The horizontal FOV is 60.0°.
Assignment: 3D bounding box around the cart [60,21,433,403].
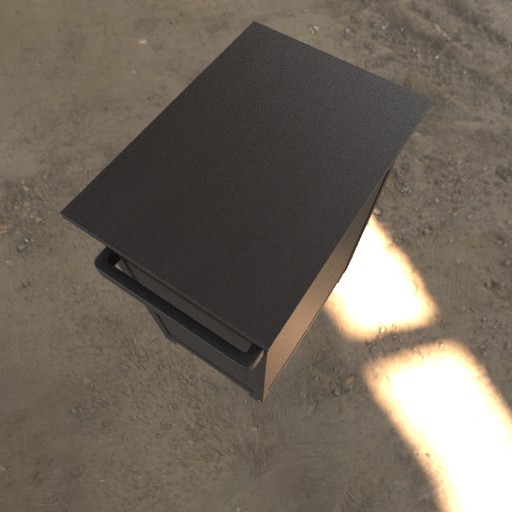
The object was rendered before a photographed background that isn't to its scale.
[{"bbox_3d":[0.000,0.000,1.259,0.456,0.879,0.660,31,68,14],"label":"cart"}]
